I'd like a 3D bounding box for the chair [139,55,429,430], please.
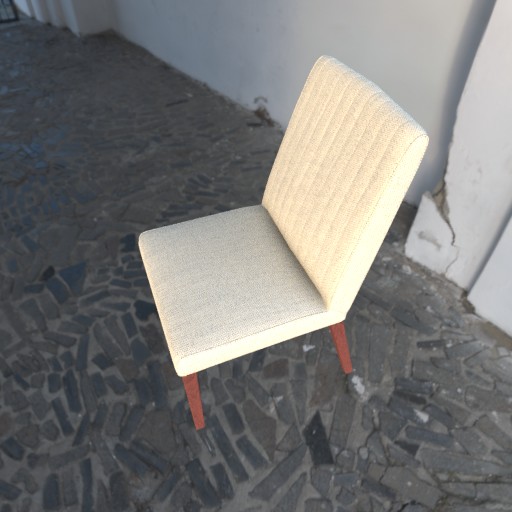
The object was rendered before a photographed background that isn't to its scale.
[{"bbox_3d":[0.000,0.000,1.241,0.594,0.900,0.480,-16,48,-15],"label":"chair"}]
